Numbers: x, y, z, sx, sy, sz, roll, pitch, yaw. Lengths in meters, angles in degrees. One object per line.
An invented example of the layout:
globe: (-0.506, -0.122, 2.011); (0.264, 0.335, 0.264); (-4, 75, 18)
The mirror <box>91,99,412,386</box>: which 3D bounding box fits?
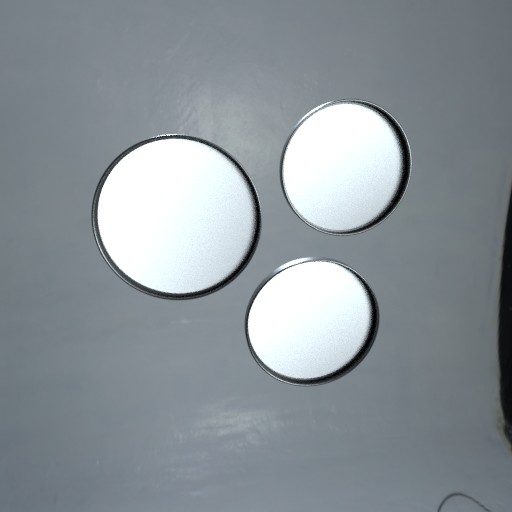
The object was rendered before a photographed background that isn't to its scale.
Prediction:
mirror: (0.000, 0.000, 3.119); (2.160, 2.096, 0.076); (-2, 16, -7)
